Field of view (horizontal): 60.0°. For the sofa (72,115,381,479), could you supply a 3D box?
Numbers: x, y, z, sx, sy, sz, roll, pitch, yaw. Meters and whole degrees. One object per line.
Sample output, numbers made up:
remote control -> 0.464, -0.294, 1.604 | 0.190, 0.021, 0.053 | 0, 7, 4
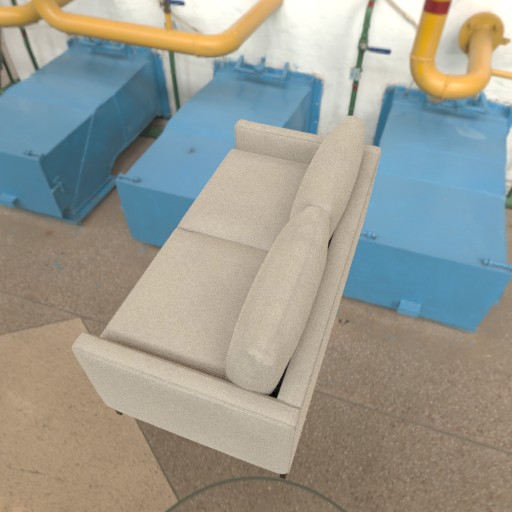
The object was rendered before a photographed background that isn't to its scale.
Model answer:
sofa -> 0.000, 0.000, 2.164 | 0.875, 0.840, 1.682 | 15, 50, 13
